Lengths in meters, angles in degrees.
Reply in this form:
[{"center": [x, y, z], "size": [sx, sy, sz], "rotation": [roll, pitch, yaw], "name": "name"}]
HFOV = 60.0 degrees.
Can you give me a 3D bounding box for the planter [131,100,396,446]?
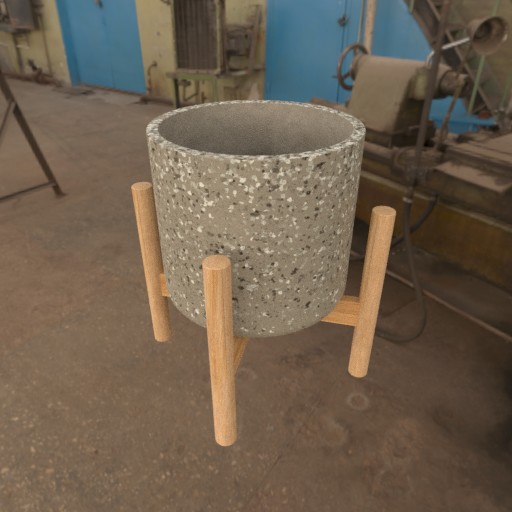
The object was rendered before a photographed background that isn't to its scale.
[{"center": [0.000, 0.000, 0.541], "size": [0.284, 0.320, 0.284], "rotation": [21, 37, 31], "name": "planter"}]
